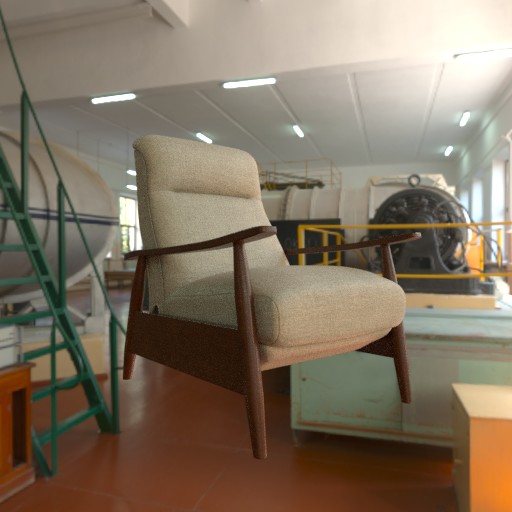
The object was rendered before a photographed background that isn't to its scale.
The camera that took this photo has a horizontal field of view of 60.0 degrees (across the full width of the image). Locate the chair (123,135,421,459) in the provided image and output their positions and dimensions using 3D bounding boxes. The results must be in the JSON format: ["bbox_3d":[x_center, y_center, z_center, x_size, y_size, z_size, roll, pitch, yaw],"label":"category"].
[{"bbox_3d":[0.000,0.000,1.787,0.762,1.082,1.014,-1,1,-38],"label":"chair"}]
